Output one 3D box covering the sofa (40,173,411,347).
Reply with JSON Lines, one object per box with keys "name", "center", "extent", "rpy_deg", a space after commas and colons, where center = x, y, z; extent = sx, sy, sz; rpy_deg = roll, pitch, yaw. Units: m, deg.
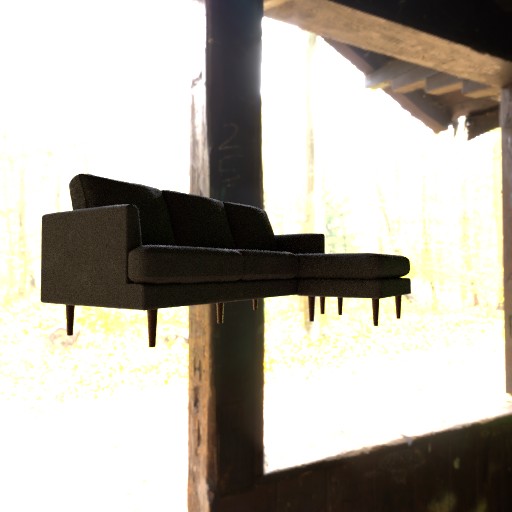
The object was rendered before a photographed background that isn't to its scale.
{"name": "sofa", "center": [0.000, 0.000, 3.036], "extent": [1.504, 0.956, 2.233], "rpy_deg": [-1, -2, 34]}
